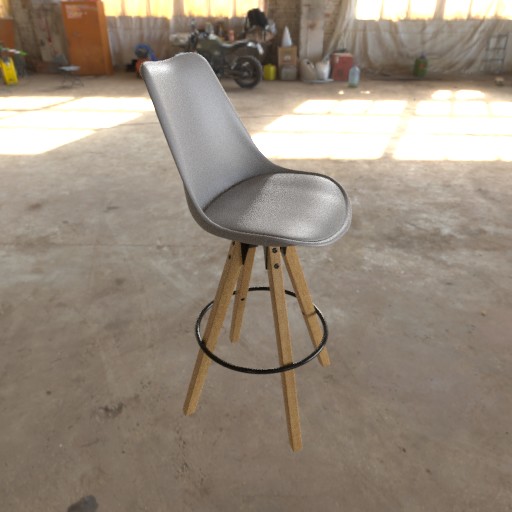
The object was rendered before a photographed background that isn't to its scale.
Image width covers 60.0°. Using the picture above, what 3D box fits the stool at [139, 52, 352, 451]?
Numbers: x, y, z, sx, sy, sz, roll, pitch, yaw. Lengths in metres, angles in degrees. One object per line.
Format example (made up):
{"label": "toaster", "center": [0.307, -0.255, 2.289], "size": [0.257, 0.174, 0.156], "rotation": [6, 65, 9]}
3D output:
{"label": "stool", "center": [0.000, 0.000, 1.377], "size": [0.550, 1.115, 0.485], "rotation": [11, 32, 18]}
